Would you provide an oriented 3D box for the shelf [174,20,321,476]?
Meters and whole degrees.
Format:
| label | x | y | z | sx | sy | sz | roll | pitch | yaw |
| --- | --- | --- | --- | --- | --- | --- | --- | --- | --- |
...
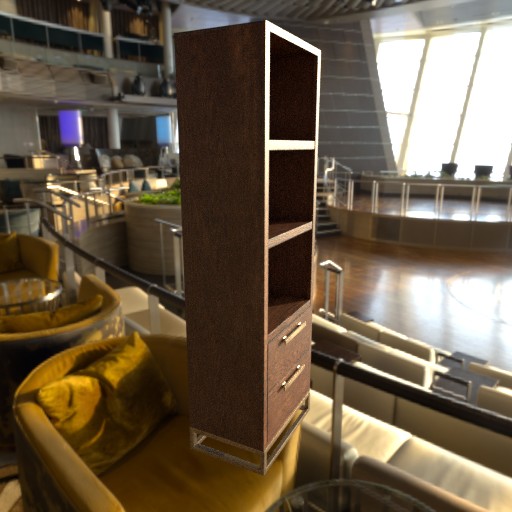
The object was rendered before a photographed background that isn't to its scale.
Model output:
| label | x | y | z | sx | sy | sz | roll | pitch | yaw |
| --- | --- | --- | --- | --- | --- | --- | --- | --- | --- |
| shelf | 0.000 | 0.000 | 1.951 | 0.395 | 1.732 | 0.539 | 7 | 16 | 27 |
